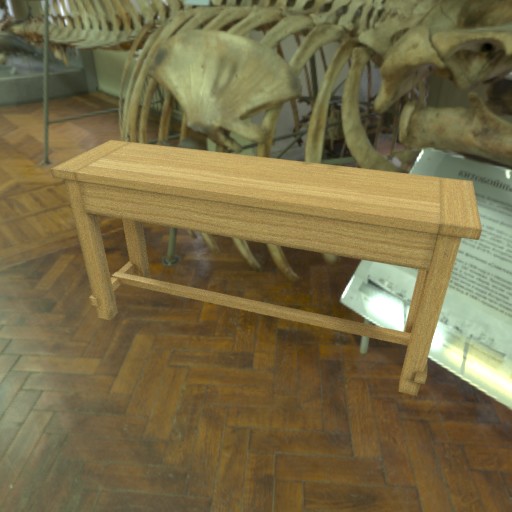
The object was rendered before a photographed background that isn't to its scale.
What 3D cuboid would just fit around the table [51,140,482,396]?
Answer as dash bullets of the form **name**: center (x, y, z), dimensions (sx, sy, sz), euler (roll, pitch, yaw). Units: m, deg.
- **table**: center (0.000, 0.000, 1.936), dimensions (1.599, 0.762, 0.442), euler (10, 33, 16)
